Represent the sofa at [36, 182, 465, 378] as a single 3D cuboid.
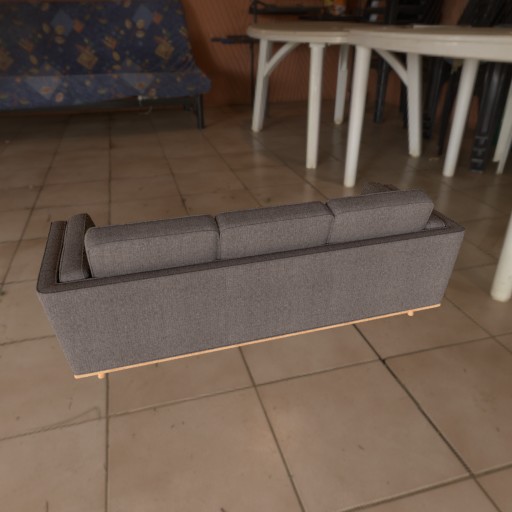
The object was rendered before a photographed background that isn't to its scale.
[{"bbox_3d":[0.000,0.000,2.761,2.362,0.899,0.903,-8,29,-15],"label":"sofa"}]
